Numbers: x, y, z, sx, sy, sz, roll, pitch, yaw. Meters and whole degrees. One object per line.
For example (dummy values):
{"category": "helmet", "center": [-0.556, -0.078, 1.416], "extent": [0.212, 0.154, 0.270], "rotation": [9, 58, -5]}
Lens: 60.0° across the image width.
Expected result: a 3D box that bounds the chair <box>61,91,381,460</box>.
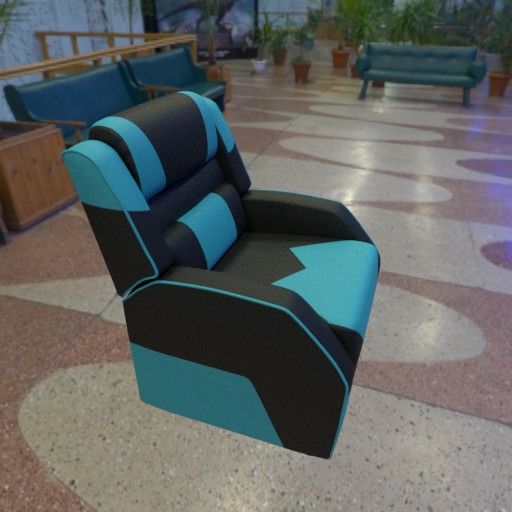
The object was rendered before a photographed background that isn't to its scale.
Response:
{"category": "chair", "center": [0.000, 0.000, 1.265], "extent": [0.672, 0.805, 0.620], "rotation": [11, 32, 17]}
